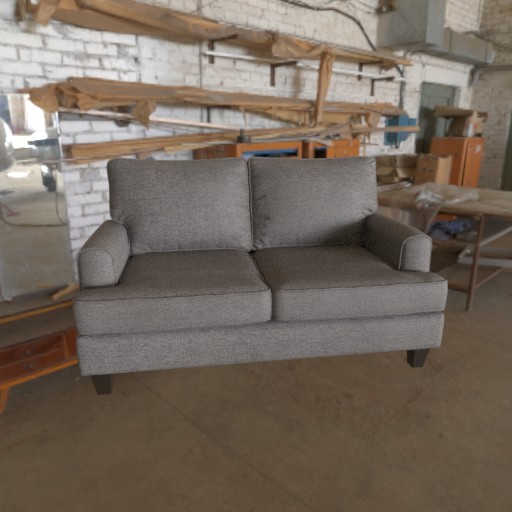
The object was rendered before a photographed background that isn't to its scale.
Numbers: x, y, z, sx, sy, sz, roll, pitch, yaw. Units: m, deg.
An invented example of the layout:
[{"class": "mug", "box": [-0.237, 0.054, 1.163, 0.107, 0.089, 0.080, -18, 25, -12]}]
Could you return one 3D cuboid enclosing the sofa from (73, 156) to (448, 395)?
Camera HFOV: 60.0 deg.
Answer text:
[{"class": "sofa", "box": [0.000, 0.000, 2.285, 1.651, 0.965, 0.965, -3, 17, -8]}]
